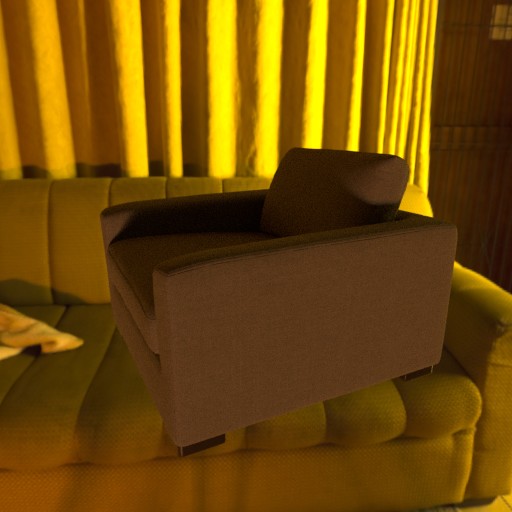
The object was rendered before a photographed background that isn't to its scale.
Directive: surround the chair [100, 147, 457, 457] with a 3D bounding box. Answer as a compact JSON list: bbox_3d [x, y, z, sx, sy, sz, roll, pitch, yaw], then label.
[{"bbox_3d":[0.000,0.000,1.849,1.100,0.847,1.070,-8,18,-26],"label":"chair"}]
